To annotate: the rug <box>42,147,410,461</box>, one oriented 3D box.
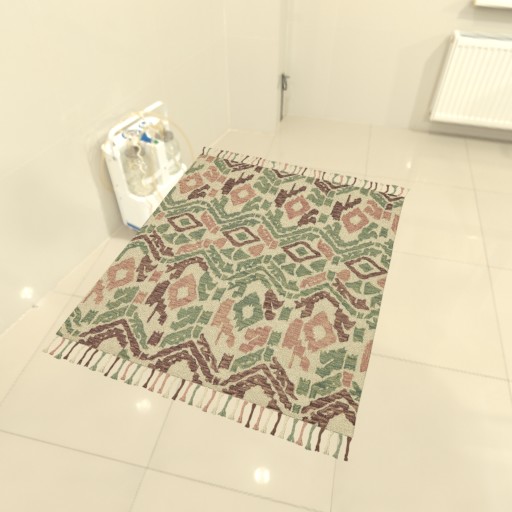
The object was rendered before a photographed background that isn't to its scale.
[{"bbox_3d":[0.000,0.000,4.079,2.438,0.010,3.048,15,48,14],"label":"rug"}]
